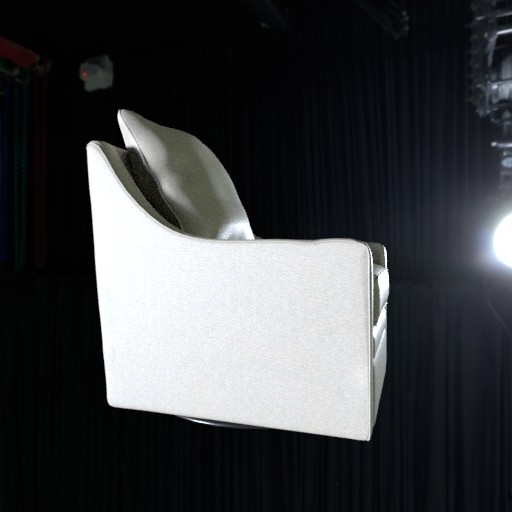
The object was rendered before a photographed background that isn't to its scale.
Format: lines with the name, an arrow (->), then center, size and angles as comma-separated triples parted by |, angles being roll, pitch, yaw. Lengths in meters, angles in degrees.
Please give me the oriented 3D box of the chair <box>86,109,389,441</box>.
chair -> 0.000, 0.000, 1.560 | 0.876, 0.942, 0.760 | 0, 1, 19
